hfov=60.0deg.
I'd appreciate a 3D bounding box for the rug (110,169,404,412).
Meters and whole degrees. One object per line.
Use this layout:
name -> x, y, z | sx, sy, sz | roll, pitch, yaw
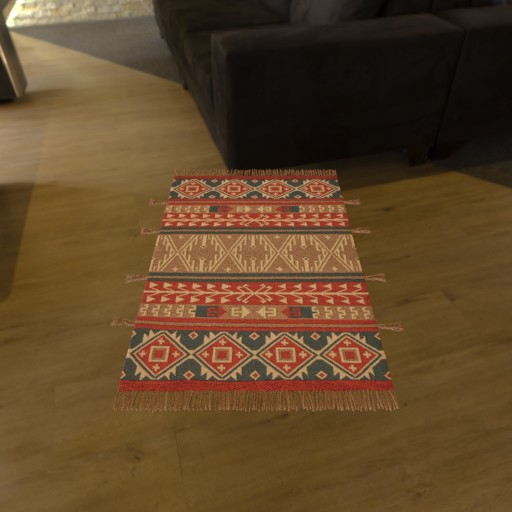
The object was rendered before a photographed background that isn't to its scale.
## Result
rug -> 0.000, 0.000, 2.641 | 1.469, 0.040, 2.025 | 0, 41, 0
